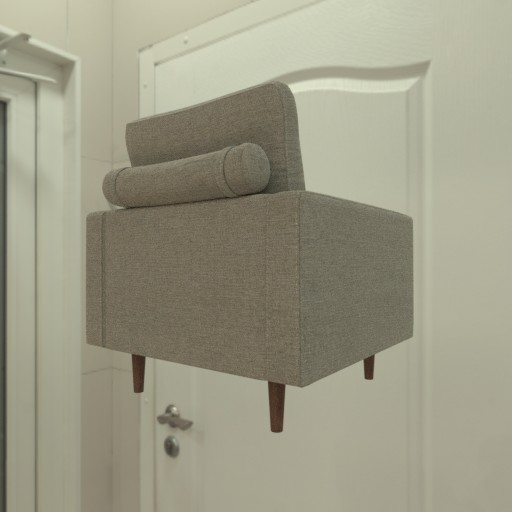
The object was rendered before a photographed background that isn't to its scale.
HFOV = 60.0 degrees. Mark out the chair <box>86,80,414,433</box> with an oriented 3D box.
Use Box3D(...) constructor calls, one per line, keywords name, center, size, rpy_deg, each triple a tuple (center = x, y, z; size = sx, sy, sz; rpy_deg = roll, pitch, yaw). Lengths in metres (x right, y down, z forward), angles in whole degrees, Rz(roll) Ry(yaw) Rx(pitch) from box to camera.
Box3D(name="chair", center=(0.000, 0.000, 1.495), size=(0.821, 0.880, 0.843), rpy_deg=(0, 0, 37))
